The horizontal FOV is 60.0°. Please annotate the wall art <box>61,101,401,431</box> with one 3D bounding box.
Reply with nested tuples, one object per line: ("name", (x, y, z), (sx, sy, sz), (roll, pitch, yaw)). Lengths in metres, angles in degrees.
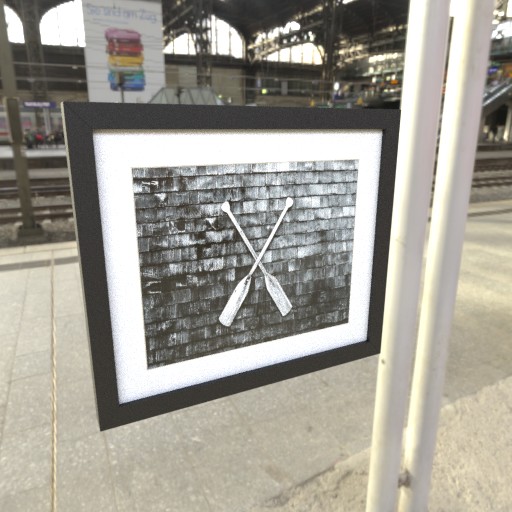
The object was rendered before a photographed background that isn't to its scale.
("wall art", (0.000, 0.000, 0.516), (0.381, 0.330, 0.029), (-8, 18, -25))
